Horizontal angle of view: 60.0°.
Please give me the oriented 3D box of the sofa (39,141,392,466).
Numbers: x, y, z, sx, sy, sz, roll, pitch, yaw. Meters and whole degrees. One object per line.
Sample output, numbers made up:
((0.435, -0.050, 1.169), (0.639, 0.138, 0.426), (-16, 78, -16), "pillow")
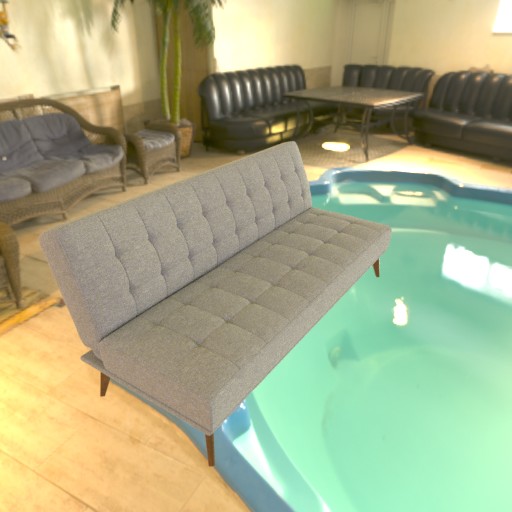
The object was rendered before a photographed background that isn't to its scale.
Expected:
((0.000, 0.000, 2.315), (0.860, 0.810, 1.800), (17, 32, 30), "sofa")
